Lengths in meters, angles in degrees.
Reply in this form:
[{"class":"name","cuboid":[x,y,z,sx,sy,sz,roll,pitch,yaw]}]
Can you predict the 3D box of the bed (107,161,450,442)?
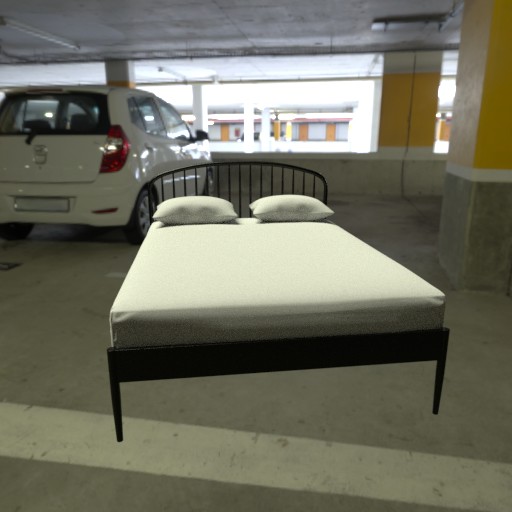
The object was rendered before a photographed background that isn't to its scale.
[{"class":"bed","cuboid":[0.000,0.000,3.037,1.618,1.166,2.159,-2,15,-7]}]
